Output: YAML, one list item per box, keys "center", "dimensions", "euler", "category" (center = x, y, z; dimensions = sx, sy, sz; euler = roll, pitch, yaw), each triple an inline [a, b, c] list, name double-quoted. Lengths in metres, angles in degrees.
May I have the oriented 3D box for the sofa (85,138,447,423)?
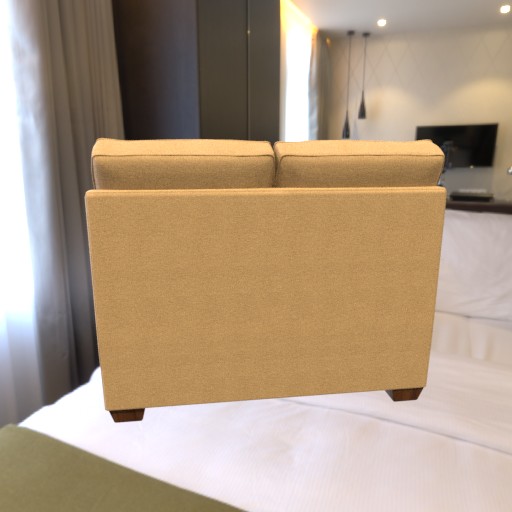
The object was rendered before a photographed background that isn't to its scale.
- center: [0.000, 0.000, 2.007]
  dimensions: [1.232, 1.006, 0.978]
  euler: [-2, 13, -8]
  category: "sofa"
